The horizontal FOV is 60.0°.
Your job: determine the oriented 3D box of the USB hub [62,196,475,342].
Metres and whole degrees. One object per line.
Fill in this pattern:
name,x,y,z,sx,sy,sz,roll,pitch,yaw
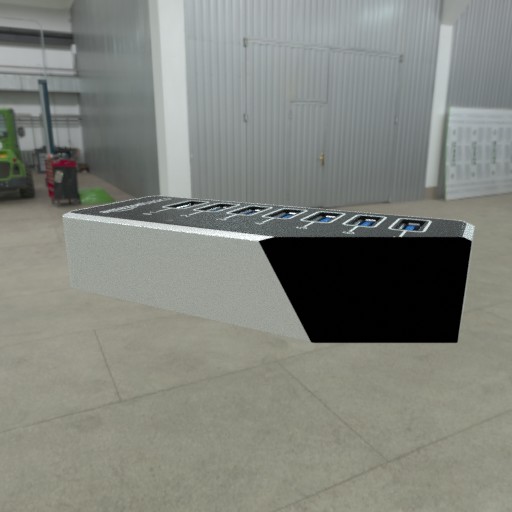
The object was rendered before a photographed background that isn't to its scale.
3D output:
USB hub,0.000,0.000,0.127,0.110,0.023,0.044,8,18,26
